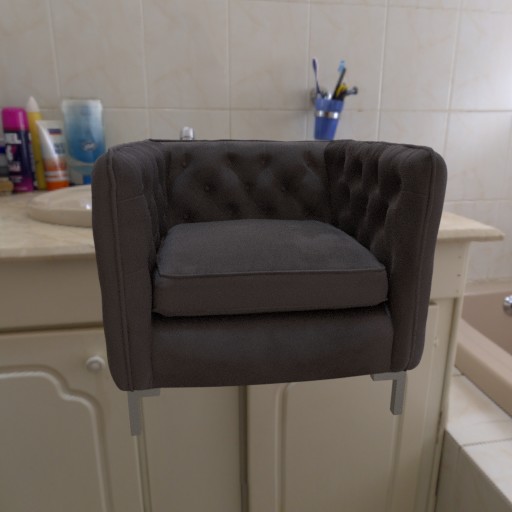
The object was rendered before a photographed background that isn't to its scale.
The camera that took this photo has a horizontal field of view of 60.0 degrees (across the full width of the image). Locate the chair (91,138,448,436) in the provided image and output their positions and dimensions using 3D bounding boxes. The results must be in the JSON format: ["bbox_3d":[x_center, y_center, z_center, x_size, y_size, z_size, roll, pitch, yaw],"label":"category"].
[{"bbox_3d":[0.000,0.000,1.603,0.946,0.807,0.913,-2,16,-7],"label":"chair"}]
